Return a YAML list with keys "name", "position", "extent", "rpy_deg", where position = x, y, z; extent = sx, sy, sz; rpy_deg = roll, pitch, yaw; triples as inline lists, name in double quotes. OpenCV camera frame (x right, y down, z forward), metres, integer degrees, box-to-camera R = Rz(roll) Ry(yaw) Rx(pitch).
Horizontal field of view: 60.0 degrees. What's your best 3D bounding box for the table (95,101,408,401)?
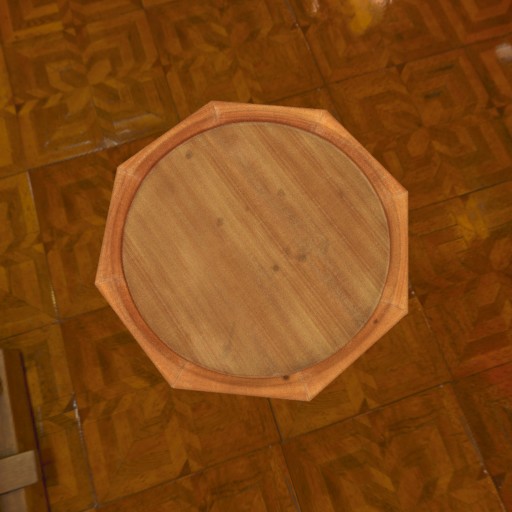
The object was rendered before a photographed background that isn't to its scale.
- name: "table"
  position: [0.000, 0.000, 1.565]
  extent: [1.002, 0.444, 1.002]
  rpy_deg: [0, 74, 0]
